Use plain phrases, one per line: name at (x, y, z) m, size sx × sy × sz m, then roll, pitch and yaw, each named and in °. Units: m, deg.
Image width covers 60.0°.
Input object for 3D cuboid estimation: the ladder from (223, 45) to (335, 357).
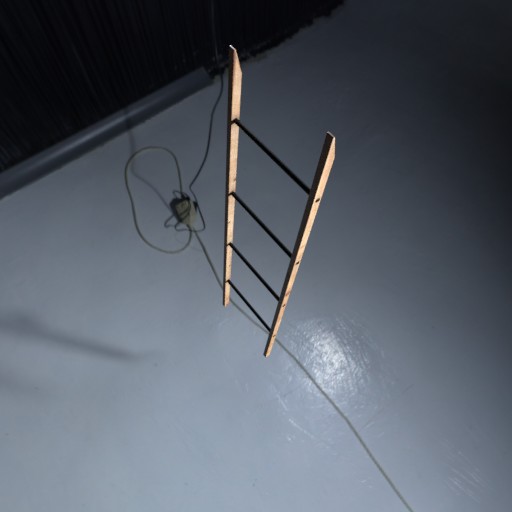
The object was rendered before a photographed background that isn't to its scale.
ladder at (0.000, 0.000, 1.977) m, size 0.200 × 1.805 × 0.442 m, roll -35°, pitch 68°, yaw -16°
